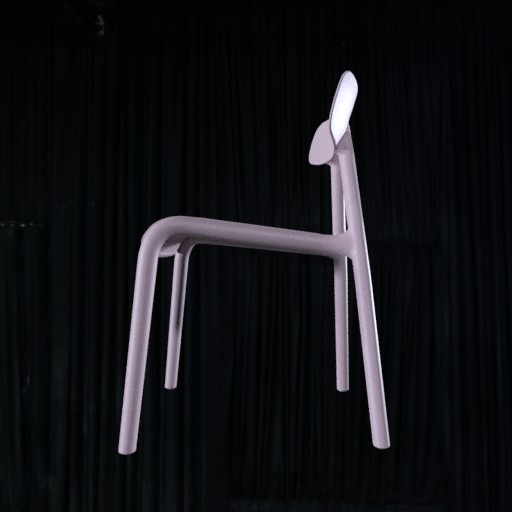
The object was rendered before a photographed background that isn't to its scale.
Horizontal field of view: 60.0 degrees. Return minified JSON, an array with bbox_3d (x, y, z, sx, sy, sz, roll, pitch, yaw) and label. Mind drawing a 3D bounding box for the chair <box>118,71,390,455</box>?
[{"bbox_3d":[0.000,0.000,0.818,0.401,0.580,0.356,0,-1,0],"label":"chair"}]
